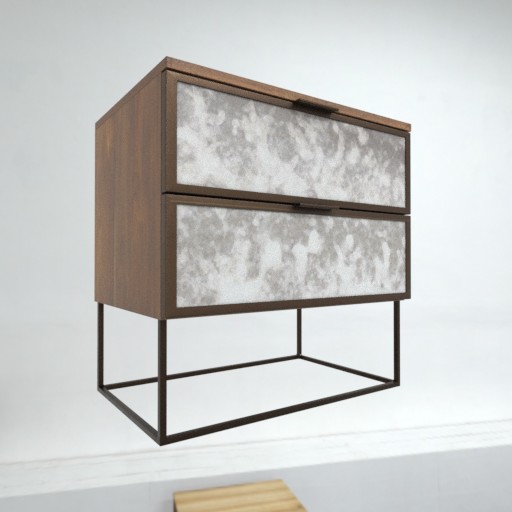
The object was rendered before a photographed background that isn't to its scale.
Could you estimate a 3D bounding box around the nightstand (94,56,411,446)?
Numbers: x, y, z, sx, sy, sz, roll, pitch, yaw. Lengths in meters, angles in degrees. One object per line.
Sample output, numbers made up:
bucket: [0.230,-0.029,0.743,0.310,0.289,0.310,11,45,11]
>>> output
nightstand: [0.000,0.000,1.011,0.605,0.611,0.427,0,-1,-35]
